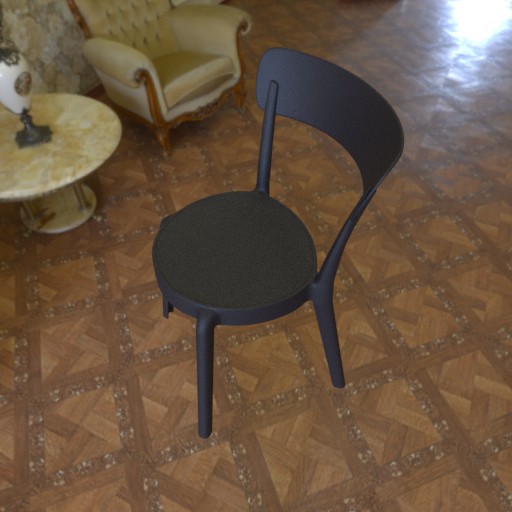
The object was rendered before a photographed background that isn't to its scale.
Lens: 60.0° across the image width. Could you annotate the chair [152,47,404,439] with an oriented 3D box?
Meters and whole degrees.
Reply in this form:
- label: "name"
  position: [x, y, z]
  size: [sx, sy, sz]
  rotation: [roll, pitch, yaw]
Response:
- label: "chair"
  position: [0.000, 0.000, 1.093]
  size: [0.491, 0.790, 0.506]
  rotation: [-16, 48, -14]
